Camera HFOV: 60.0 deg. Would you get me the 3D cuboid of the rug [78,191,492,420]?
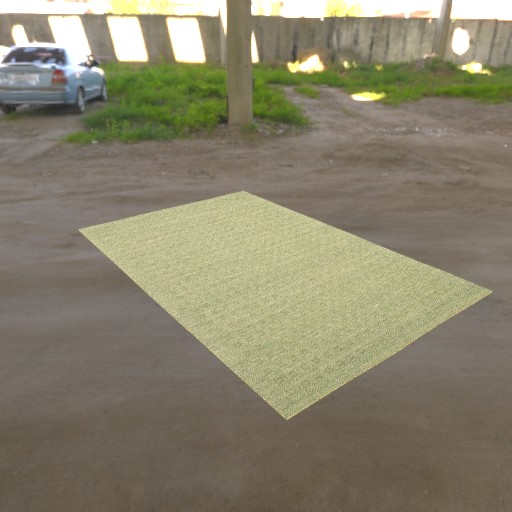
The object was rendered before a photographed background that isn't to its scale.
[{"bbox_3d":[0.000,0.000,2.152,1.143,0.006,1.747,-19,31,-34],"label":"rug"}]
